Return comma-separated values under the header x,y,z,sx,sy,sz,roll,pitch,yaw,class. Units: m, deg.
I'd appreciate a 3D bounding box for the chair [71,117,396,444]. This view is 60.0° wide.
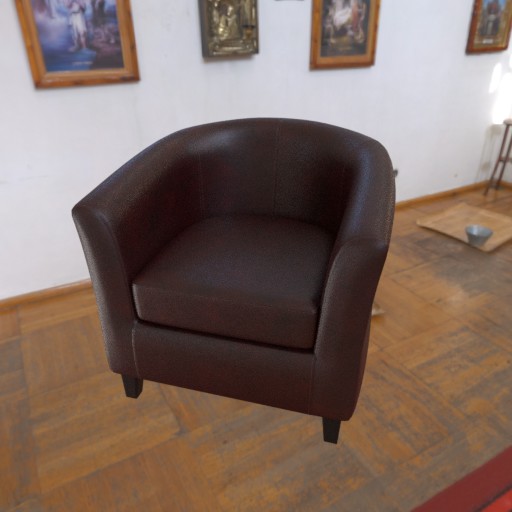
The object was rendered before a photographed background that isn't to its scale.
x,y,z,sx,sy,sz,roll,pitch,yaw,class
0.000,0.000,1.422,0.792,0.756,0.727,7,27,14,chair
